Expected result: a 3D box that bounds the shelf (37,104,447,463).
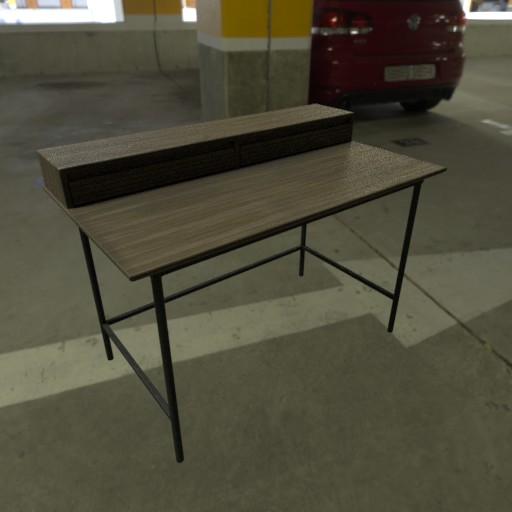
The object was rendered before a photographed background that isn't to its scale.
[{"bbox_3d":[0.000,0.000,1.670,1.212,0.865,0.685,-21,36,-32],"label":"shelf"}]
